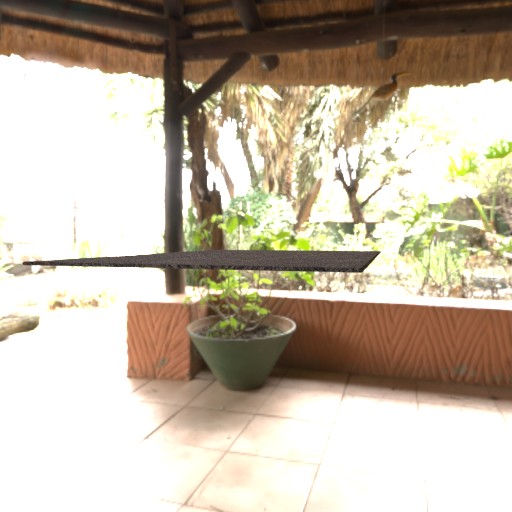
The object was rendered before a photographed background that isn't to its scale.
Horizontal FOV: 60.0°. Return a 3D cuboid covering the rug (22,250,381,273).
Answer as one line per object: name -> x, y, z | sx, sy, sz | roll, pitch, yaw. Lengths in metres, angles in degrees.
rug -> 0.000, 0.000, 2.876 | 1.501, 0.017, 2.298 | 1, 2, 17
